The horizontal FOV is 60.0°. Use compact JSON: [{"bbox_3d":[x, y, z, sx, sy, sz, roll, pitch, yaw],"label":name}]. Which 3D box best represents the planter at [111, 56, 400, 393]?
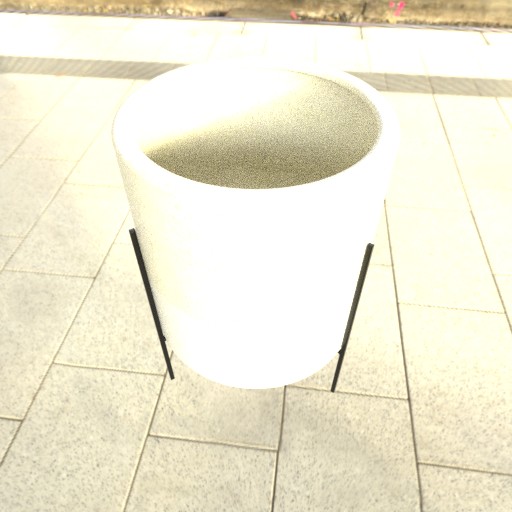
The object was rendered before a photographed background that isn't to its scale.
[{"bbox_3d":[0.000,0.000,0.681,0.324,0.483,0.333,4,46,3],"label":"planter"}]
